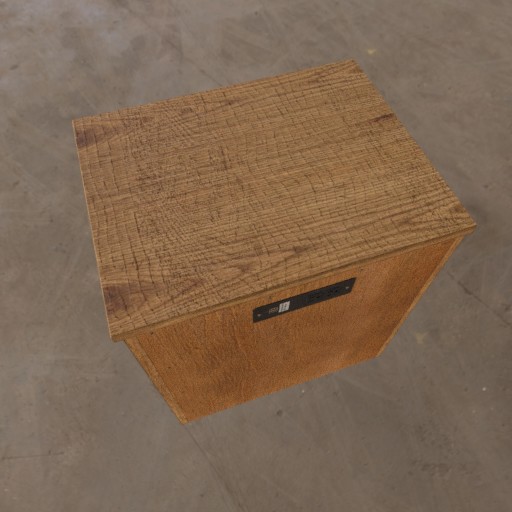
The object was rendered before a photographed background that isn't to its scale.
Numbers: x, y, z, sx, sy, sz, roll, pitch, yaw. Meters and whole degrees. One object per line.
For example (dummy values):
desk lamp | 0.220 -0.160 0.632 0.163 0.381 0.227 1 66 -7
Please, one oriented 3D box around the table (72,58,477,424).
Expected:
table | 0.000 0.000 1.060 0.601 0.625 0.494 -16 60 -10
